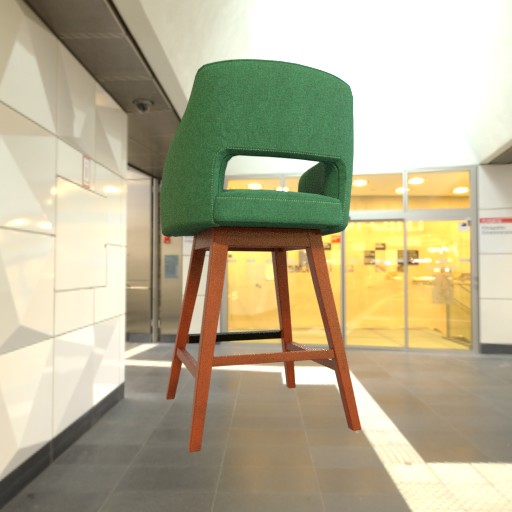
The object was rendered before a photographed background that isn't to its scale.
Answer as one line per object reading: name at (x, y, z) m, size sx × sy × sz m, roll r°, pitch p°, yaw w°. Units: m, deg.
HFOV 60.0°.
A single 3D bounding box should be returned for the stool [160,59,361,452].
stool at (0.000, 0.000, 1.349) m, size 0.548 × 0.961 × 0.556 m, roll 1°, pitch -2°, yaw -18°
